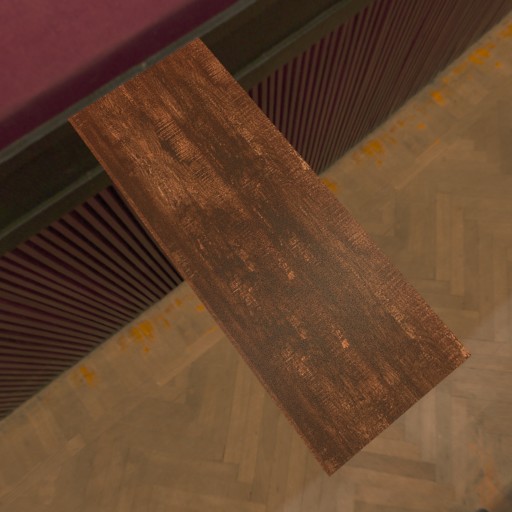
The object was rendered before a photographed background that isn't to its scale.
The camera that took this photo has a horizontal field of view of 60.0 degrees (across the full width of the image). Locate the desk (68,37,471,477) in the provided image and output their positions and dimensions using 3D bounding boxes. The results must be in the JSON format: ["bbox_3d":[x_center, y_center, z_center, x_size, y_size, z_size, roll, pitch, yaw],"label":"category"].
[{"bbox_3d":[0.000,0.000,1.904,0.599,0.762,1.524,-36,78,-9],"label":"desk"}]
